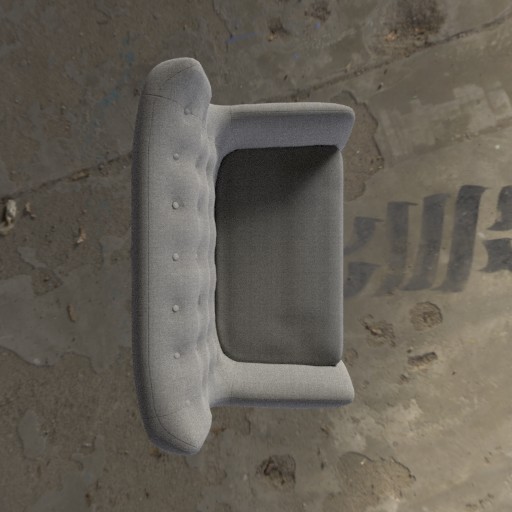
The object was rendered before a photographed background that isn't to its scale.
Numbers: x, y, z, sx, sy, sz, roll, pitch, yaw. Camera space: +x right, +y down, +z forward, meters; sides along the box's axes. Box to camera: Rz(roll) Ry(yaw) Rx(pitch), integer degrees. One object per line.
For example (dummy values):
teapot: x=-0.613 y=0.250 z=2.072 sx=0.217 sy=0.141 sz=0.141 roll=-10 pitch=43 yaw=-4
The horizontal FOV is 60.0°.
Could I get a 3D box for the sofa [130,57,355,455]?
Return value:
sofa: x=0.000 y=0.000 z=1.982 sx=0.884 sy=1.028 sz=1.386 roll=0 pitch=90 yaw=-1
